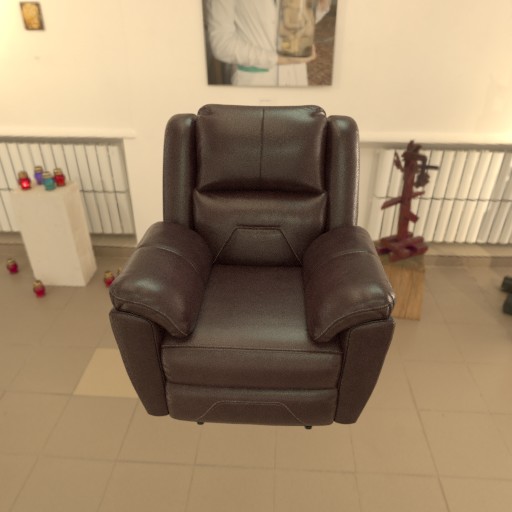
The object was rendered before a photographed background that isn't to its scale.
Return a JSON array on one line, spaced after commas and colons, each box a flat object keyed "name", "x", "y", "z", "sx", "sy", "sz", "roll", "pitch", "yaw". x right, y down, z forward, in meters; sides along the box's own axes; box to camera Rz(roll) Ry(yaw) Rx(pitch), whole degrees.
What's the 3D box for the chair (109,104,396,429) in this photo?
[{"name": "chair", "x": 0.000, "y": 0.000, "z": 1.910, "sx": 0.990, "sy": 1.093, "sz": 1.041, "roll": 1, "pitch": 31, "yaw": 3}]
